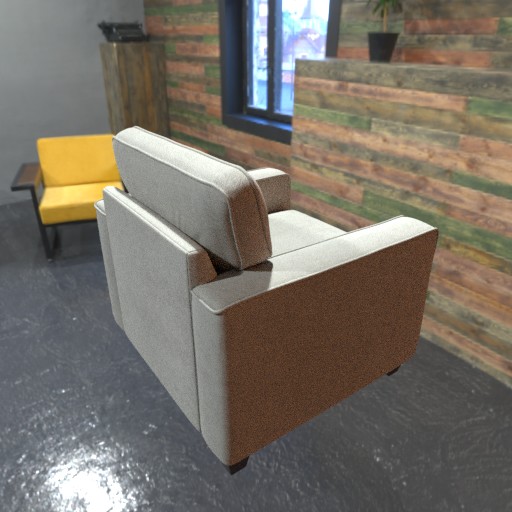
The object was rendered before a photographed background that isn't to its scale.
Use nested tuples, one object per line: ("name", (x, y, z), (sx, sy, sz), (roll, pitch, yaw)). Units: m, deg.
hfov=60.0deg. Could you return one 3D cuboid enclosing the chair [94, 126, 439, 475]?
("chair", (0.000, 0.000, 1.760), (0.939, 0.965, 1.015), (-18, 31, -31))
